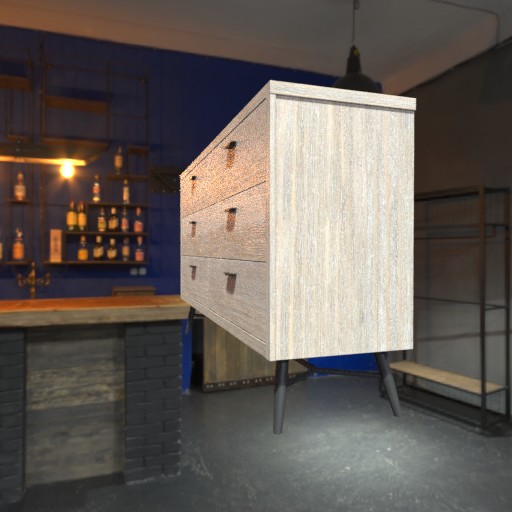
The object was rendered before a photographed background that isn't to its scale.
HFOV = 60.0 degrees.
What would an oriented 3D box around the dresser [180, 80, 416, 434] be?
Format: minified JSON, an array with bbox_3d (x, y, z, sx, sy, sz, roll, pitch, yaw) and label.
[{"bbox_3d":[0.000,0.000,1.919,0.457,0.914,1.524,0,1,-18],"label":"dresser"}]
